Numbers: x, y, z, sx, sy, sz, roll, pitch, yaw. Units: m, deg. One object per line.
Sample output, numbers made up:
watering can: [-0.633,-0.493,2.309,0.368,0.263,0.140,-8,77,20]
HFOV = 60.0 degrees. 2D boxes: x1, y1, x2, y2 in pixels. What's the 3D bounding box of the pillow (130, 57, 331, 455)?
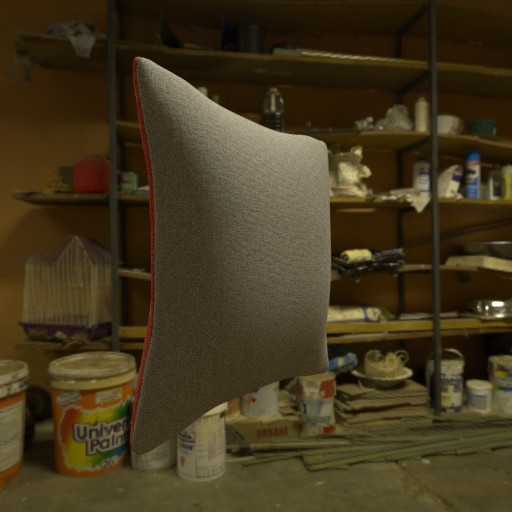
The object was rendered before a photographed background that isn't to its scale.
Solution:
pillow: [0.000,0.000,0.633,0.136,0.419,0.437,0,-1,36]
